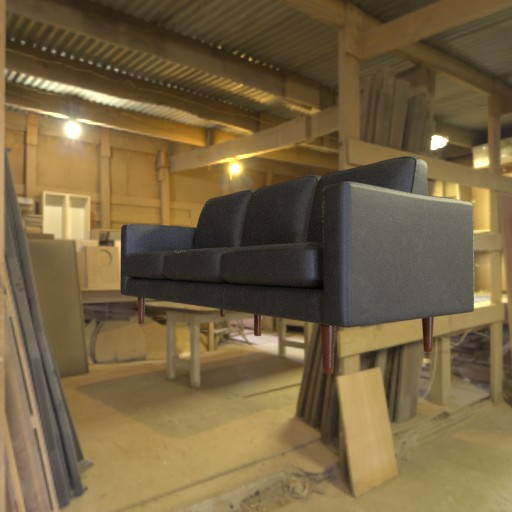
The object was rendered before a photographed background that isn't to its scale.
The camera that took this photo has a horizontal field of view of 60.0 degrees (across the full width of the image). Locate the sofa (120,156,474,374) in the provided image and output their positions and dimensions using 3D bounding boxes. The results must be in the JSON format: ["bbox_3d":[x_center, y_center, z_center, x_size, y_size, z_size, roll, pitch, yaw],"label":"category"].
[{"bbox_3d":[0.000,0.000,2.498,0.879,0.899,2.029,1,-1,-37],"label":"sofa"}]
